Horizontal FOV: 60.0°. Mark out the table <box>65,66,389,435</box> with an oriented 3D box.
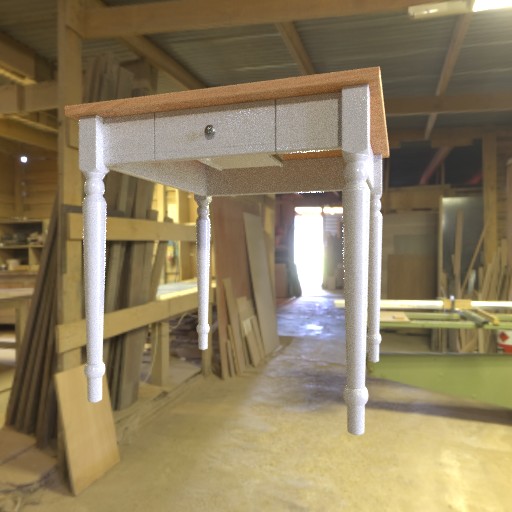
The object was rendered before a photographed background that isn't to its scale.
[{"bbox_3d":[0.000,0.000,1.330,0.747,0.738,0.747,0,0,18],"label":"table"}]
